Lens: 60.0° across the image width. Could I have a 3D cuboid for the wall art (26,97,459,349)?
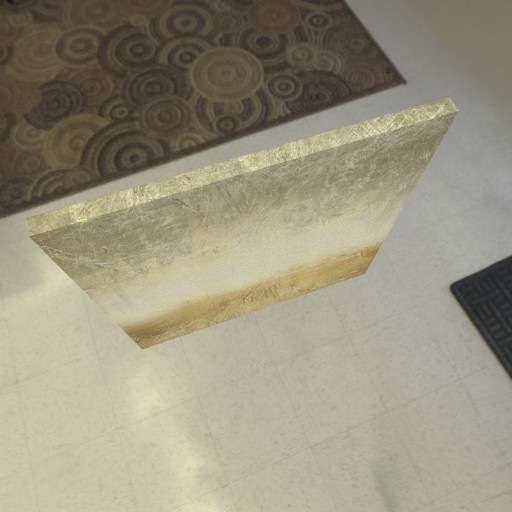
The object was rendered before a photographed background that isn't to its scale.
[{"bbox_3d":[0.000,0.000,1.569,1.092,1.091,0.051,-18,66,-8],"label":"wall art"}]
